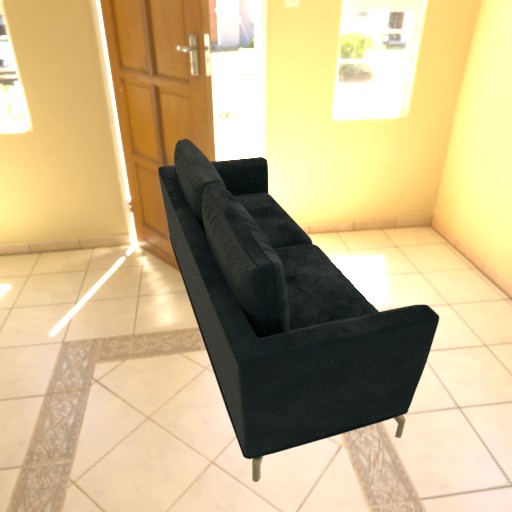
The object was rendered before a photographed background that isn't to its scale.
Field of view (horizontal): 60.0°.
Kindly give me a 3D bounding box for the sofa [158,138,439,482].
[{"bbox_3d":[0.000,0.000,2.678,0.853,0.998,2.212,-9,31,-16],"label":"sofa"}]
